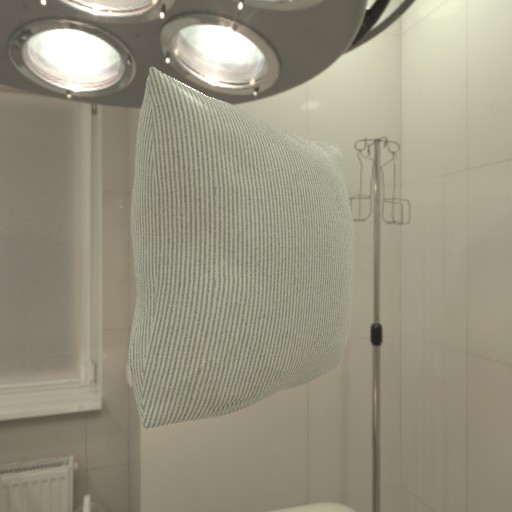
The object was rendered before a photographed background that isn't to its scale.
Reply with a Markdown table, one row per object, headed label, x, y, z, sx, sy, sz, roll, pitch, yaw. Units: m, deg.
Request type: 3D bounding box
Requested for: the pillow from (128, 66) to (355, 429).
| label | x | y | z | sx | sy | sz | roll | pitch | yaw |
| --- | --- | --- | --- | --- | --- | --- | --- | --- | --- |
| pillow | 0.000 | 0.000 | 0.684 | 0.387 | 0.432 | 0.310 | 0 | 0 | -19 |
